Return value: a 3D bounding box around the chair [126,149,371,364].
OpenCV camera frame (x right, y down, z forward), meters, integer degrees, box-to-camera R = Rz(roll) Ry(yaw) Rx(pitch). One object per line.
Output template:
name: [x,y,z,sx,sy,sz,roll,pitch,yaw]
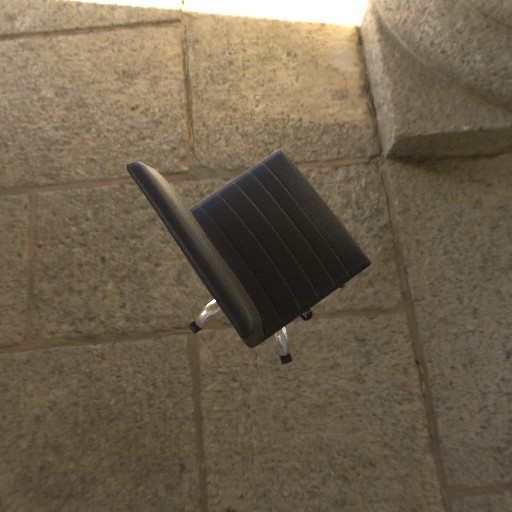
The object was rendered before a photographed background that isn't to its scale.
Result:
chair: [0.000,0.000,1.166,0.530,0.780,0.556,-34,77,-9]
